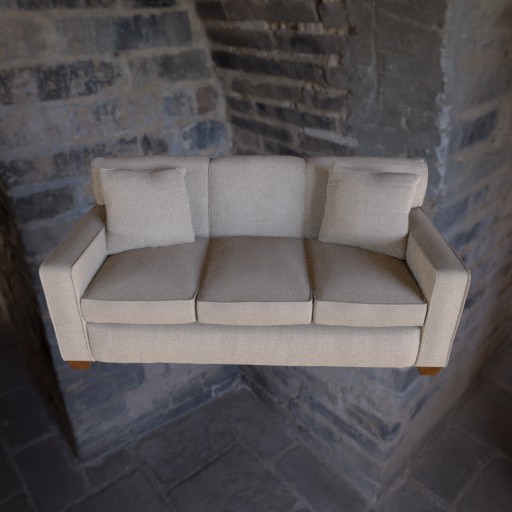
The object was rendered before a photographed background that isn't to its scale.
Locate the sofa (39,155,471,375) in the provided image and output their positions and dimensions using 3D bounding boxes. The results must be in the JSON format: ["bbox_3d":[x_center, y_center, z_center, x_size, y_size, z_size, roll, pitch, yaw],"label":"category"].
[{"bbox_3d":[0.000,0.000,2.512,2.024,0.958,0.997,1,29,1],"label":"sofa"}]
